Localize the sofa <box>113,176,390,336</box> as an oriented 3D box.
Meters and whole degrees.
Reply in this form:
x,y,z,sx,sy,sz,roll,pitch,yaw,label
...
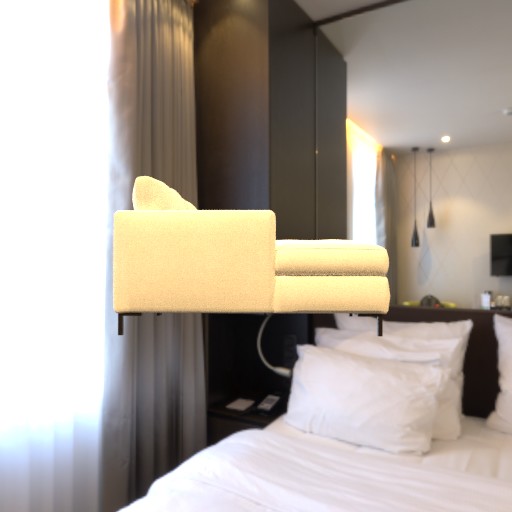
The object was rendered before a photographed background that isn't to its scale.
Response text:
x,y,z,sx,sy,sz,roll,pitch,yaw,label
0.000,0.000,3.880,1.467,0.875,3.186,0,-1,1,sofa
